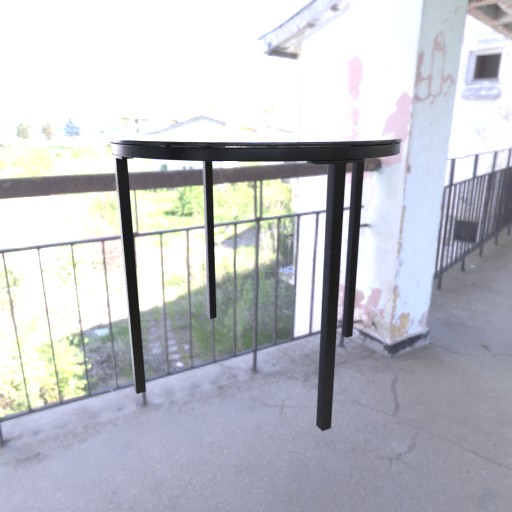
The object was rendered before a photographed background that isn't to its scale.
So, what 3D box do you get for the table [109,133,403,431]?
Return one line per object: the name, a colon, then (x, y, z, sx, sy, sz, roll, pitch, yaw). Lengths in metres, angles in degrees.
table: (0.000, 0.000, 0.852, 0.499, 0.443, 0.499, 0, 17, 0)
